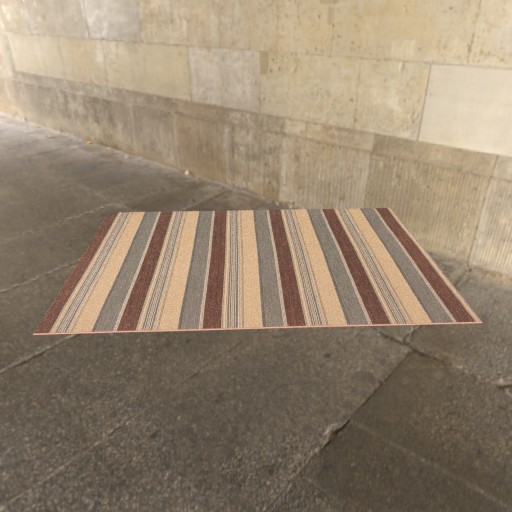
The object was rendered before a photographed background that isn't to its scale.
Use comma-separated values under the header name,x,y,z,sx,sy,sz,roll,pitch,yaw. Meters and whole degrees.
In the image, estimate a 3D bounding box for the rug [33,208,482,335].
name,x,y,z,sx,sy,sz,roll,pitch,yaw
rug,0.000,0.000,2.331,1.829,0.008,1.219,-1,29,-2
